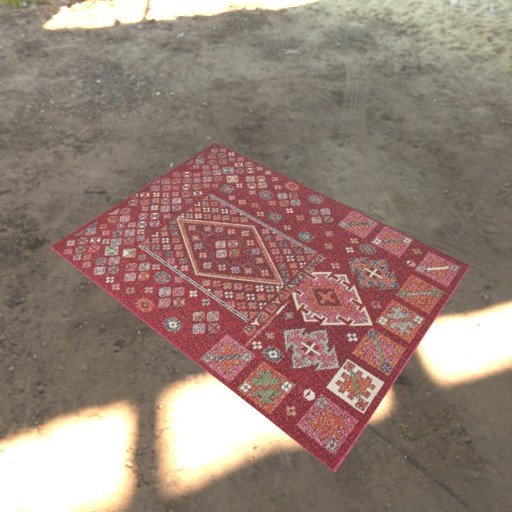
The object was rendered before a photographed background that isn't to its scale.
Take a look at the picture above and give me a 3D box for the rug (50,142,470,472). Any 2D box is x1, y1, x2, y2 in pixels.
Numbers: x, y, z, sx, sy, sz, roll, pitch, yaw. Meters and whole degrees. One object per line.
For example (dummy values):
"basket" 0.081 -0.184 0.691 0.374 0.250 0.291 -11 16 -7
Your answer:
"rug" 0.000 0.000 4.286 3.306 0.011 2.389 31 54 26
